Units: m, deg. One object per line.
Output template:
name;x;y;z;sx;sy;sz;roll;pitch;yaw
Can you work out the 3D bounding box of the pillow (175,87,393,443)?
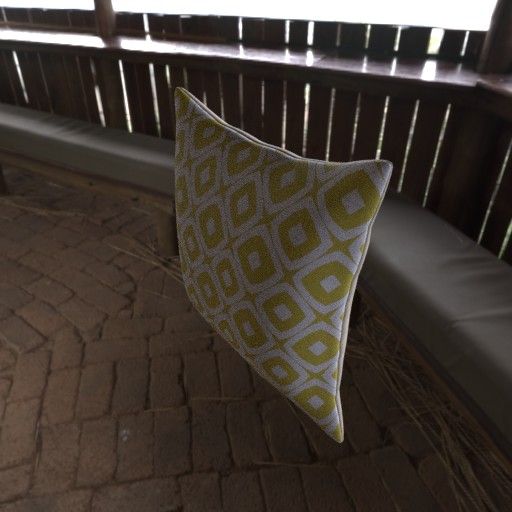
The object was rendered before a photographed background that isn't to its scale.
pillow;0.000;0.000;0.785;0.188;0.494;0.504;-21;38;-30
